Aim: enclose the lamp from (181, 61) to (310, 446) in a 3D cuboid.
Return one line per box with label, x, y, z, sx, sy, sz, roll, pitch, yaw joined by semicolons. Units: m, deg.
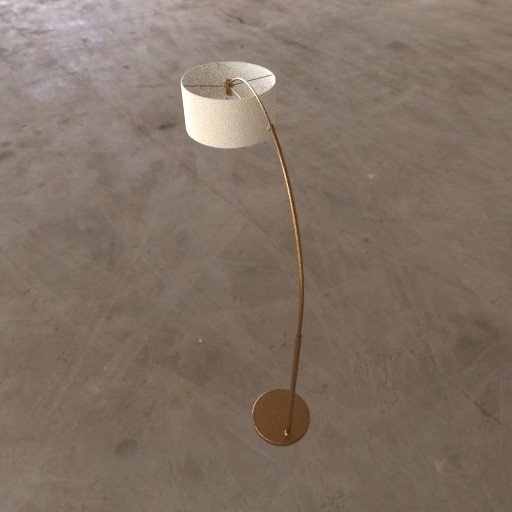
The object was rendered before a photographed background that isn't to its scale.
lamp;0.000;0.000;2.560;0.493;1.927;1.434;-12;45;-13
